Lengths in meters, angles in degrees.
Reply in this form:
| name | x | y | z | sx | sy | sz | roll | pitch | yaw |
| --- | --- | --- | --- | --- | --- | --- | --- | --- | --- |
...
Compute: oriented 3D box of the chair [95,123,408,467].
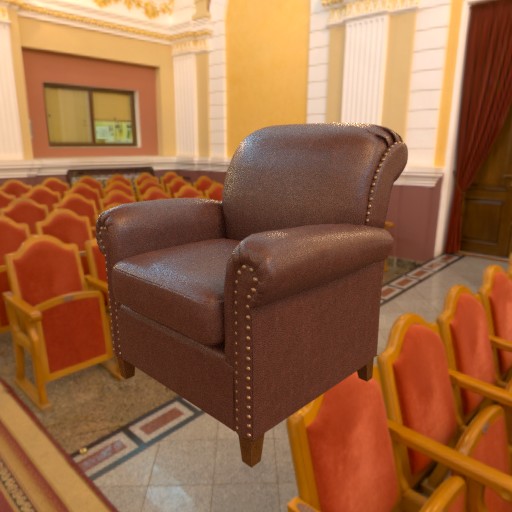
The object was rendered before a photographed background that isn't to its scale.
| name | x | y | z | sx | sy | sz | roll | pitch | yaw |
| --- | --- | --- | --- | --- | --- | --- | --- | --- | --- |
| chair | 0.000 | 0.000 | 1.593 | 0.854 | 0.927 | 0.890 | 14 | 20 | 42 |
